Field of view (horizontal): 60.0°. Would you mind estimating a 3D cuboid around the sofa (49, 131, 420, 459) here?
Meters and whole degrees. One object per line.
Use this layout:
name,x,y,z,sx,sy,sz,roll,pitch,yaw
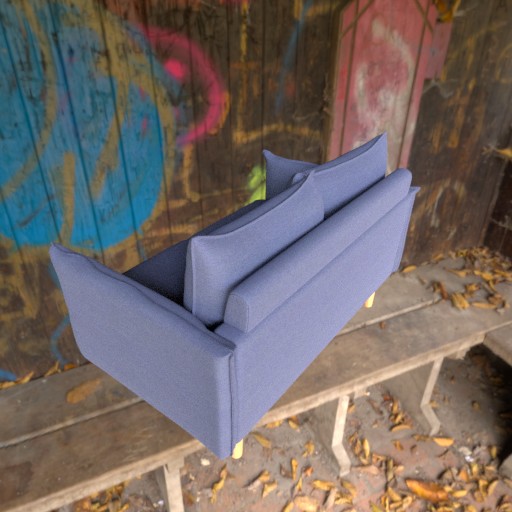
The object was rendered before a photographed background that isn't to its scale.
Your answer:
sofa,0.000,0.000,1.786,0.820,0.840,1.300,22,38,31
